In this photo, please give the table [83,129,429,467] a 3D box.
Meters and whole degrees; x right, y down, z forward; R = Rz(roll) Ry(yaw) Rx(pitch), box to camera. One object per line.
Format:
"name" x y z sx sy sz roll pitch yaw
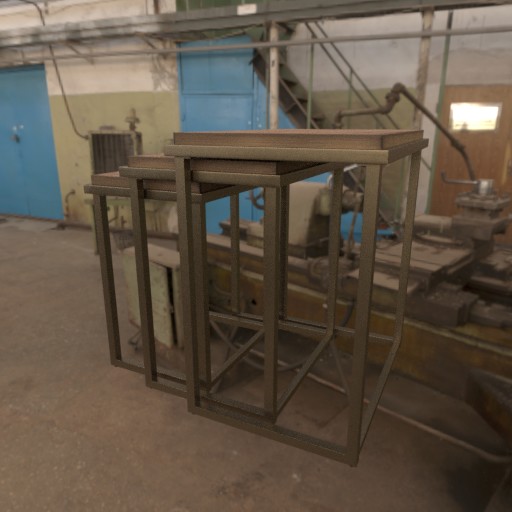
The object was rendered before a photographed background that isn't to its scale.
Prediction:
"table" 0.000 0.000 1.118 0.706 0.610 0.559 8 19 25
